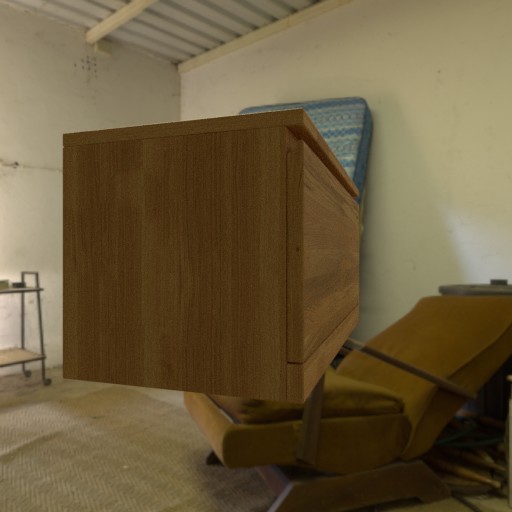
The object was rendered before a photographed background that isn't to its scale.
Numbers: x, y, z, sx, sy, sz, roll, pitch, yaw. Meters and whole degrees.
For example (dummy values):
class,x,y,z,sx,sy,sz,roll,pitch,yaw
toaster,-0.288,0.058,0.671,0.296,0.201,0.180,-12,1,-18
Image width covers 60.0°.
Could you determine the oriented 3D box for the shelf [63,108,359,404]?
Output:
class,x,y,z,sx,sy,sz,roll,pitch,yaw
shelf,0.000,0.000,1.039,0.400,0.400,0.800,0,0,18
